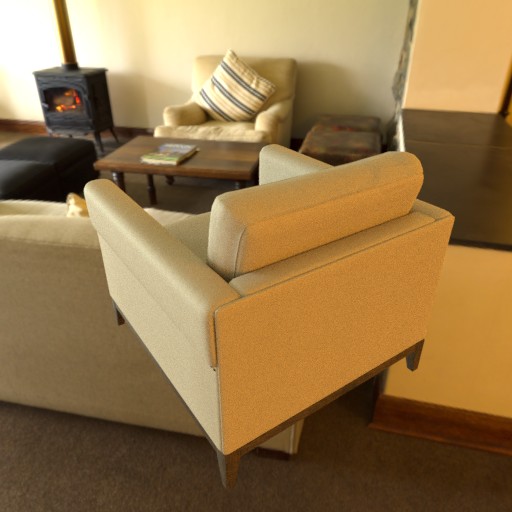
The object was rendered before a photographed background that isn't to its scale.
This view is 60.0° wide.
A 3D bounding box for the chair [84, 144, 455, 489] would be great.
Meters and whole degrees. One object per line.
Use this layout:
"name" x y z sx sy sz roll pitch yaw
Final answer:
"chair" 0.000 0.000 1.639 0.914 0.838 0.959 -19 35 -29
